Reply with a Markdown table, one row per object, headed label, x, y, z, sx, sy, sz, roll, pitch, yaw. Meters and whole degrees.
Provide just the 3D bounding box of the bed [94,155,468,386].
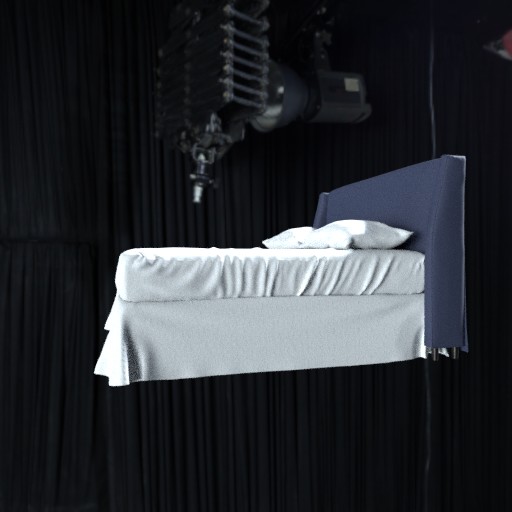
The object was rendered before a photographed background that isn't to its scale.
| label | x | y | z | sx | sy | sz | roll | pitch | yaw |
| --- | --- | --- | --- | --- | --- | --- | --- | --- | --- |
| bed | 0.000 | 0.000 | 3.424 | 2.276 | 1.332 | 1.925 | 0 | 0 | -17 |
